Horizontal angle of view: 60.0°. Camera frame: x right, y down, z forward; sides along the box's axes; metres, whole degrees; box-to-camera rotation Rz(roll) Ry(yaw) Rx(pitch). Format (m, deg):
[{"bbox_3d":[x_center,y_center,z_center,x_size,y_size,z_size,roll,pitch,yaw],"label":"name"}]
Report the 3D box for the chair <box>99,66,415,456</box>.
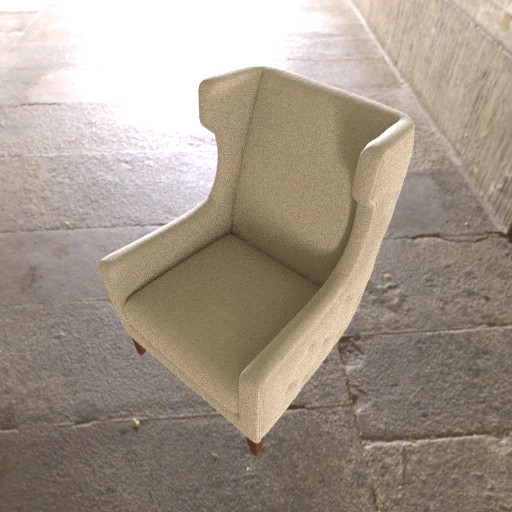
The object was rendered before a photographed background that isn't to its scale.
[{"bbox_3d":[0.000,0.000,1.669,0.778,1.079,0.899,31,54,27],"label":"chair"}]
